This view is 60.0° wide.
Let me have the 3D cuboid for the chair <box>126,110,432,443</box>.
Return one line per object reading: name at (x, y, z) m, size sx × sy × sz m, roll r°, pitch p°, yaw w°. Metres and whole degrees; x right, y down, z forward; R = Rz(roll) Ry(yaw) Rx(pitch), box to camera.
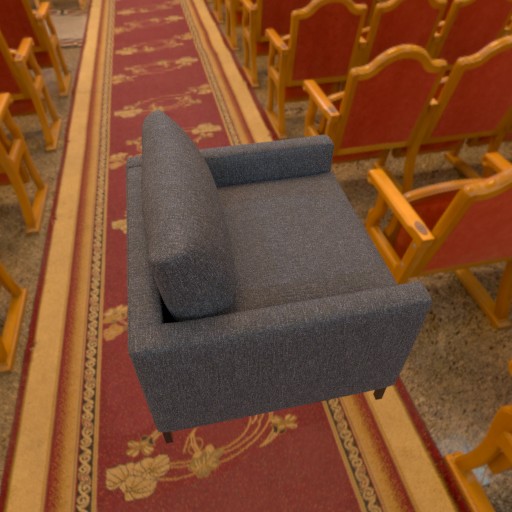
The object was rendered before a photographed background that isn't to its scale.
chair at (0.000, 0.000, 1.639) m, size 0.866 × 0.861 × 0.963 m, roll -9°, pitch 46°, yaw -8°
